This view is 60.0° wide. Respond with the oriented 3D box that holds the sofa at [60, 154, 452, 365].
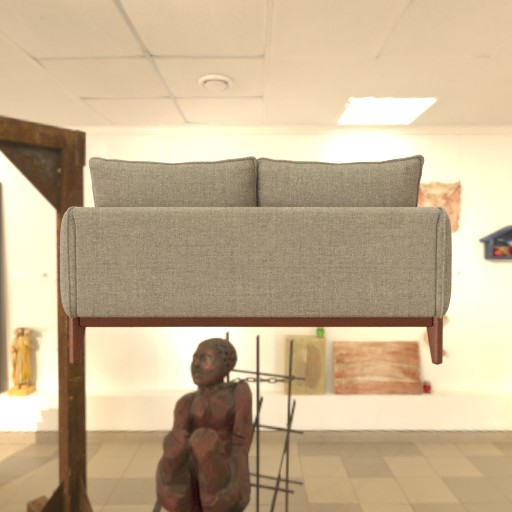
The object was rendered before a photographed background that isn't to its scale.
[{"bbox_3d":[0.000,0.000,2.197,1.580,0.851,0.972,0,1,0],"label":"sofa"}]
